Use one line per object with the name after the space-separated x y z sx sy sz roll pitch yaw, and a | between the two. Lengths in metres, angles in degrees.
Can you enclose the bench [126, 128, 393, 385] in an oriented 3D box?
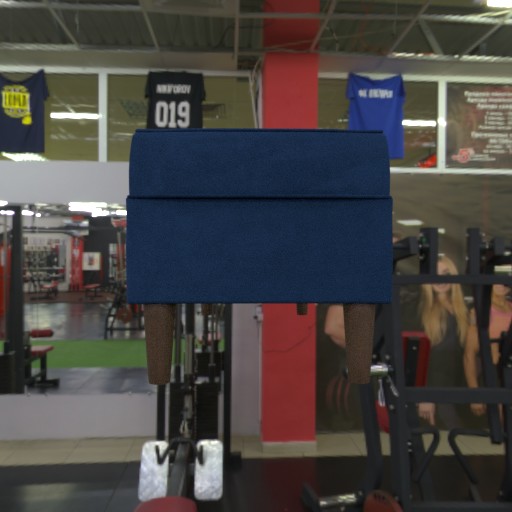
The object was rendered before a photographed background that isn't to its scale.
0.000 0.000 1.289 0.489 0.467 1.010 0 0 -1 | bench
